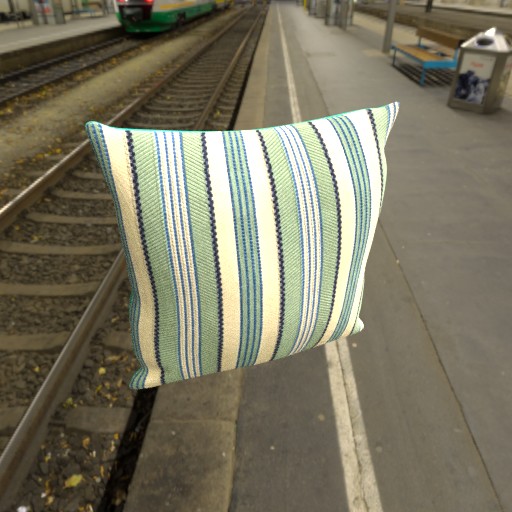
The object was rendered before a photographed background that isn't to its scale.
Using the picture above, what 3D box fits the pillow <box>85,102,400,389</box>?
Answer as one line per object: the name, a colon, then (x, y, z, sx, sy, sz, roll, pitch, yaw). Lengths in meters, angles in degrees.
pillow: (0.000, 0.000, 0.681, 0.440, 0.441, 0.182, -10, 32, -16)
